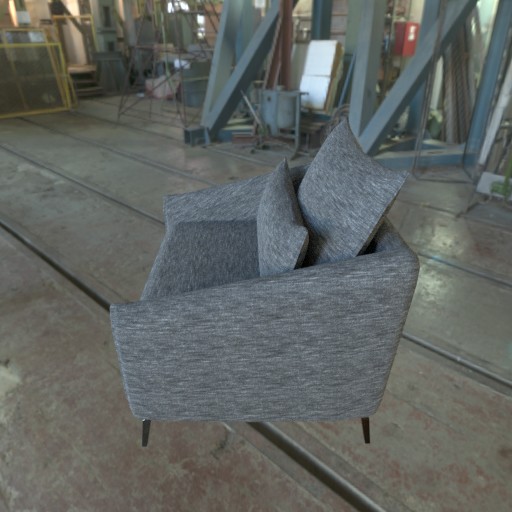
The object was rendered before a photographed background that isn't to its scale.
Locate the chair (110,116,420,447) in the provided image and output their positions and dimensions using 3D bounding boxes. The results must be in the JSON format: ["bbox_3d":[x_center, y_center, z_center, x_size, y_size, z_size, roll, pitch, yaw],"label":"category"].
[{"bbox_3d":[0.000,0.000,1.589,0.805,0.842,1.004,0,28,-1],"label":"chair"}]
